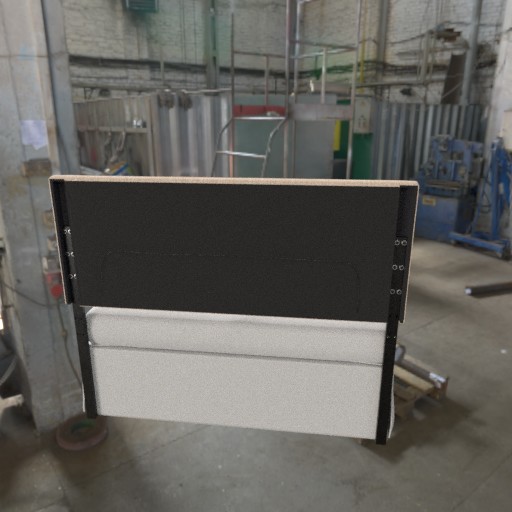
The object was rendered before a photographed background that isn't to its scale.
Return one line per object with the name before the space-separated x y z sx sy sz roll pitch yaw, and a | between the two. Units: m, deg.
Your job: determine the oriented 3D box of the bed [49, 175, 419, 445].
bed | 0.000 0.000 2.971 1.643 1.270 1.978 2 17 7
